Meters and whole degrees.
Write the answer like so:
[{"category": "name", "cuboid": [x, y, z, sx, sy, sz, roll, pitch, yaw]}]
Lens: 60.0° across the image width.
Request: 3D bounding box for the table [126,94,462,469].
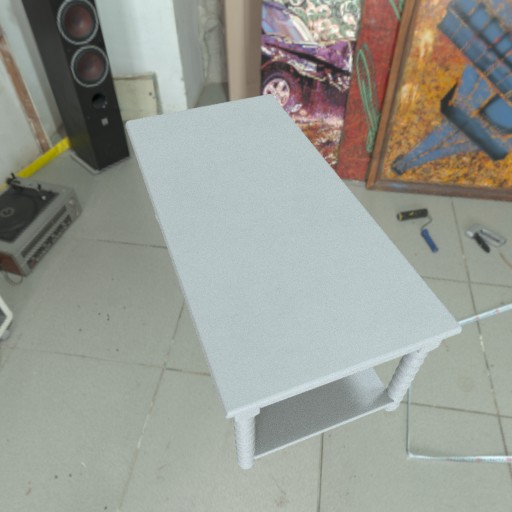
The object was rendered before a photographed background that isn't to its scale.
[{"category": "table", "cuboid": [0.000, 0.000, 1.489, 0.580, 0.487, 1.171, -16, 50, -14]}]
